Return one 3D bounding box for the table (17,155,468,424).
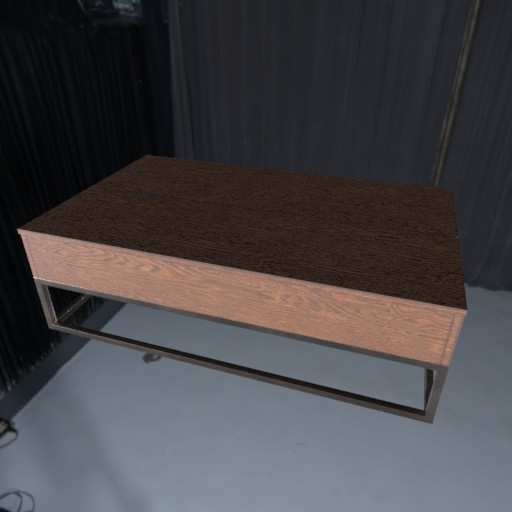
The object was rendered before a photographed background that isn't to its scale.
[{"bbox_3d":[0.000,0.000,1.464,1.167,0.361,0.719,10,32,16],"label":"table"}]
